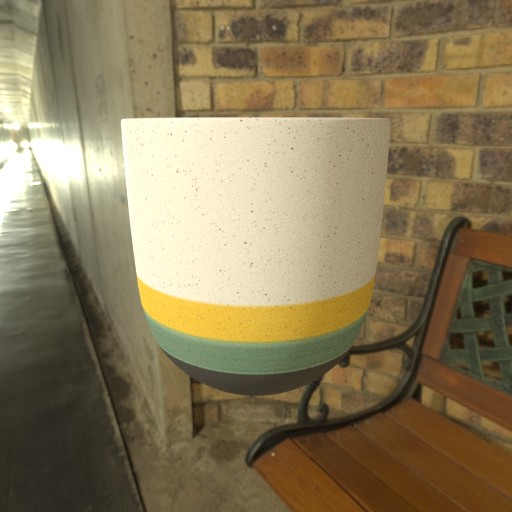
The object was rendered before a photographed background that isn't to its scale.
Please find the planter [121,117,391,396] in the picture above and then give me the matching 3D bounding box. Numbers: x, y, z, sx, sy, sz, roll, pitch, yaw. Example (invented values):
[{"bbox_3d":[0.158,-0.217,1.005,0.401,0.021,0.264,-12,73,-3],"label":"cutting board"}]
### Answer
[{"bbox_3d":[0.000,0.000,0.363,0.195,0.214,0.195,0,16,0],"label":"planter"}]
